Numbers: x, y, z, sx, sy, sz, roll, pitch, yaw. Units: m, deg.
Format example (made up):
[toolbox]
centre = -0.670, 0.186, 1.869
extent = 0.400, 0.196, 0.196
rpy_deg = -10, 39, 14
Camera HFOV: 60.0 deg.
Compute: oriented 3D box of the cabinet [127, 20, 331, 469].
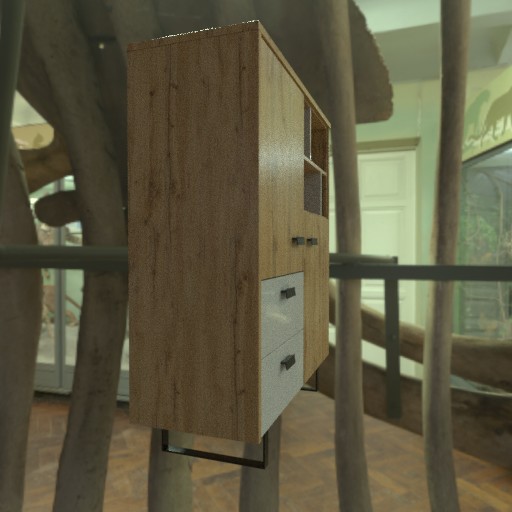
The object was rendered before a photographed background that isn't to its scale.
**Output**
[cabinet]
centre = 0.000, 0.000, 1.923
extent = 0.473, 1.397, 1.168
rpy_deg = 0, 1, 20
